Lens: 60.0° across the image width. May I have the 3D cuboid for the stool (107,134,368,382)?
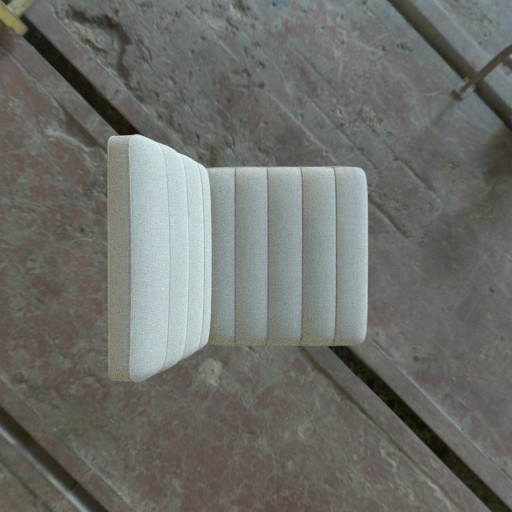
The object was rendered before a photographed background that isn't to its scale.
[{"bbox_3d":[0.000,0.000,1.256,0.560,0.940,0.460,0,91,-2],"label":"stool"}]
